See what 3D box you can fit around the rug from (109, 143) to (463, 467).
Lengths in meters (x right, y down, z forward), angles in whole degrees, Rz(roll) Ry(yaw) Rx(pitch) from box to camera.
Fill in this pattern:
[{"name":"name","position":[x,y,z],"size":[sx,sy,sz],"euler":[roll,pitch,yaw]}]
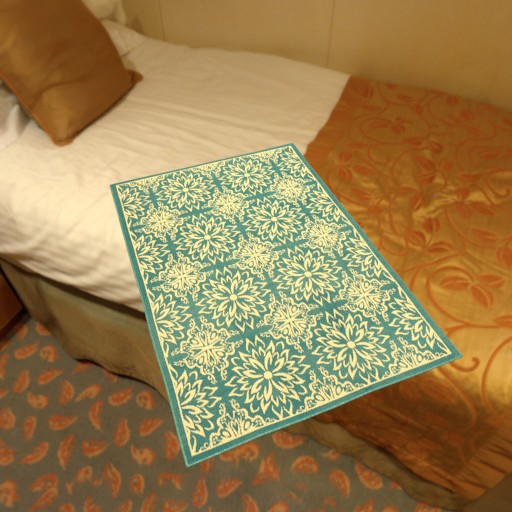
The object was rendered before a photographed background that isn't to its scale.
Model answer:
[{"name":"rug","position":[0.000,0.000,2.907],"size":[1.554,0.012,2.205],"euler":[-16,50,-14]}]
